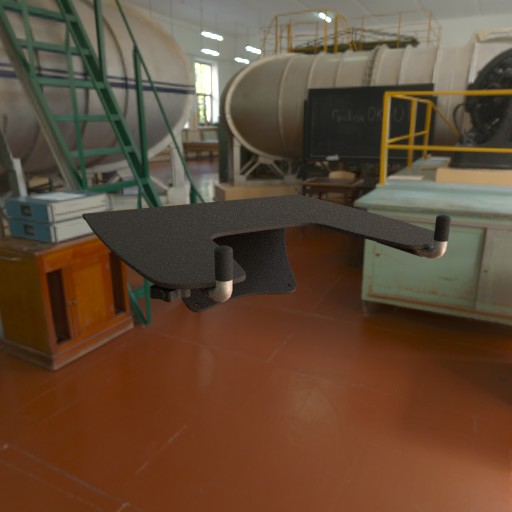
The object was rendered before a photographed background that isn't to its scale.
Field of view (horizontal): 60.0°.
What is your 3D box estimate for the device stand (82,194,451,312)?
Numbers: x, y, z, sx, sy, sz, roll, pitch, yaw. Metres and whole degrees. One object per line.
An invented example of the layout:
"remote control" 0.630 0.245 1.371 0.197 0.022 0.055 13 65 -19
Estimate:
"device stand" 0.000 0.000 0.357 0.230 0.092 0.230 -9 19 -27
